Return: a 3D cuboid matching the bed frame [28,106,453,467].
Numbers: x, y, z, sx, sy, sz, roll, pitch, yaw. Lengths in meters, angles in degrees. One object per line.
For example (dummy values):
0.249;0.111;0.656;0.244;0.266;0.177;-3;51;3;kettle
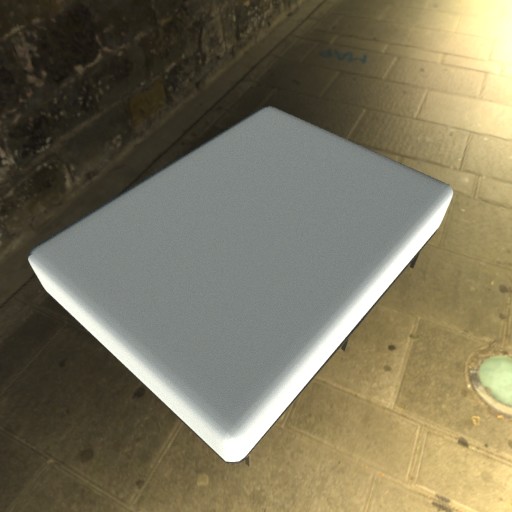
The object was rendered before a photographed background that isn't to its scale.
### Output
0.000;0.000;2.773;1.528;0.677;2.037;33;56;26;bed frame
